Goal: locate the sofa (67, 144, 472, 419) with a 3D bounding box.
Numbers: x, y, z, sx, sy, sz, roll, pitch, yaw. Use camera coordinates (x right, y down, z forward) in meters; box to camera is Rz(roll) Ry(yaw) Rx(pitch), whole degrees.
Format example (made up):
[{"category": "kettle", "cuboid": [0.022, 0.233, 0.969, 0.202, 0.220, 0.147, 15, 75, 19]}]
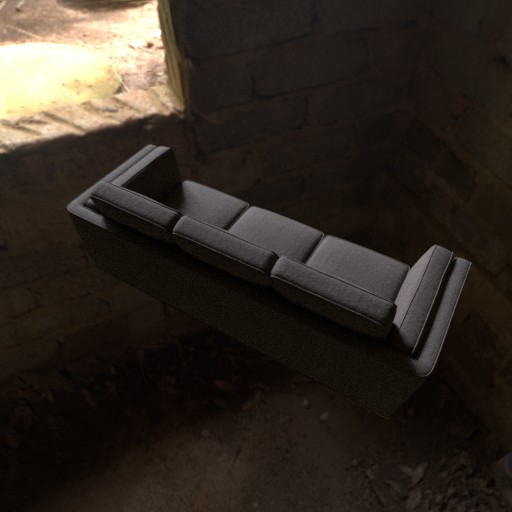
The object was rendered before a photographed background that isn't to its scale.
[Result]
[{"category": "sofa", "cuboid": [0.000, 0.000, 2.838, 2.362, 0.899, 0.903, 23, 51, 20]}]
